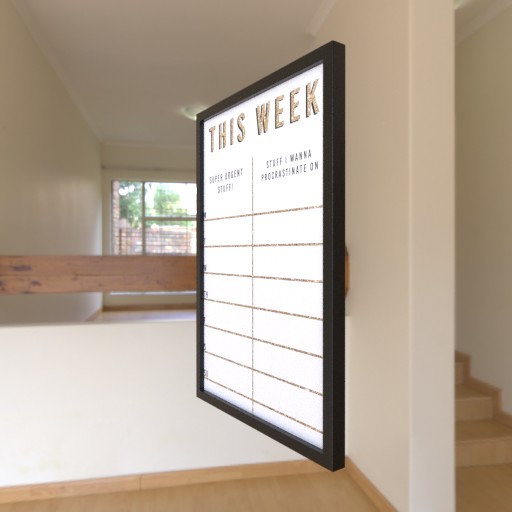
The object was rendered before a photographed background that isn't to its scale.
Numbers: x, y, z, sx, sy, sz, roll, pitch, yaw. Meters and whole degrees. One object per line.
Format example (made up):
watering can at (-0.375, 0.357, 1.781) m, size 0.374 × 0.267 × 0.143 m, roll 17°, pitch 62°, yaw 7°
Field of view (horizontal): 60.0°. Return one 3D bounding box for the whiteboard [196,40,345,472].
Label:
whiteboard at (0.000, 0.000, 0.797) m, size 0.026 × 0.611 × 0.406 m, roll 0°, pitch 0°, yaw -36°
